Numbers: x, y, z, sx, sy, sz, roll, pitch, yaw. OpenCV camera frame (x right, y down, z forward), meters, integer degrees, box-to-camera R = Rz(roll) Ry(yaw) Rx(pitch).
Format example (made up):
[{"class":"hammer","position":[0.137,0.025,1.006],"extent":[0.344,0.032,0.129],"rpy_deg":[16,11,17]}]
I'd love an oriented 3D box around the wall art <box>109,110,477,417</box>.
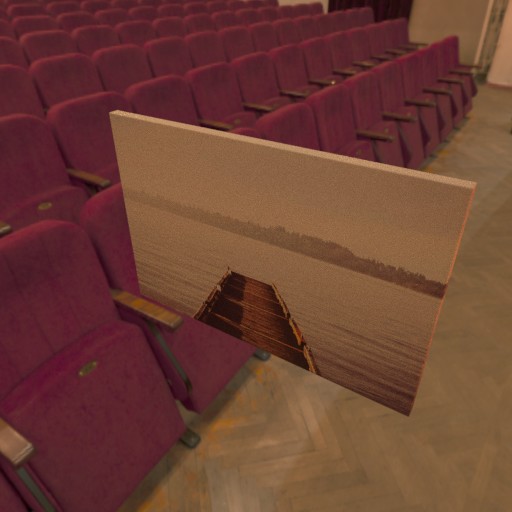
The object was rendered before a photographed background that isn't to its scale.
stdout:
[{"class":"wall art","position":[0.000,0.000,0.772],"extent":[0.615,0.410,0.021],"rpy_deg":[19,37,27]}]
